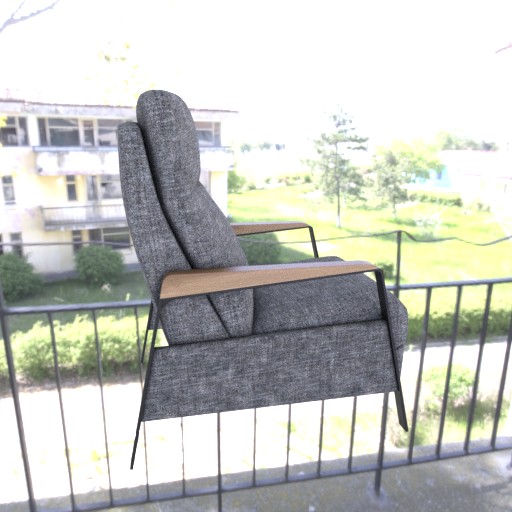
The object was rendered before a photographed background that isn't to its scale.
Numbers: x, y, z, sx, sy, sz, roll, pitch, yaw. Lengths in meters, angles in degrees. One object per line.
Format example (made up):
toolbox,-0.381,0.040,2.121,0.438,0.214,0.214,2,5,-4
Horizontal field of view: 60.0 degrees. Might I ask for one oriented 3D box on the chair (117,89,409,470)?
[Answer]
chair,0.000,0.000,1.527,0.868,1.042,0.671,-3,15,-11
